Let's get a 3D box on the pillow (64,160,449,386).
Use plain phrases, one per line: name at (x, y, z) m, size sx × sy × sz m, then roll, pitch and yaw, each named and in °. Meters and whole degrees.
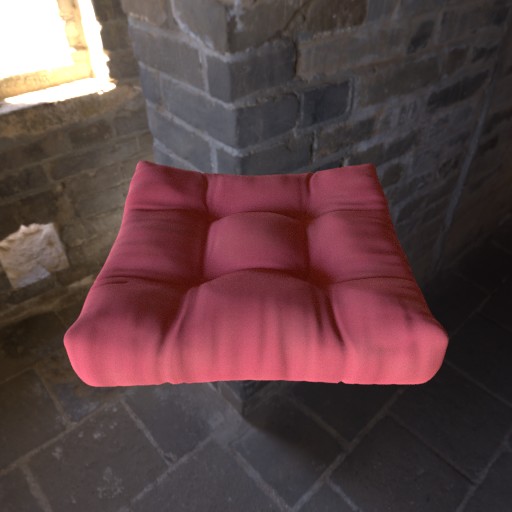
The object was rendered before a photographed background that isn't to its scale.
pillow at (0.000, 0.000, 0.741) m, size 0.490 × 0.128 × 0.468 m, roll 0°, pitch 41°, yaw 0°
